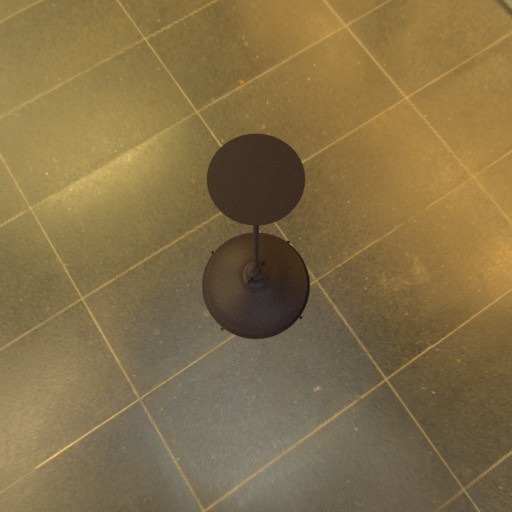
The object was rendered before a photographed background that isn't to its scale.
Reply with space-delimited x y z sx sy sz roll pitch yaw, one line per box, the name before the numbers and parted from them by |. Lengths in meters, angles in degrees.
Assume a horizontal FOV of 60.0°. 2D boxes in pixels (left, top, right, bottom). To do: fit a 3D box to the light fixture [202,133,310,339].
light fixture | 0.000 0.000 0.997 0.341 0.849 0.341 36 79 8
